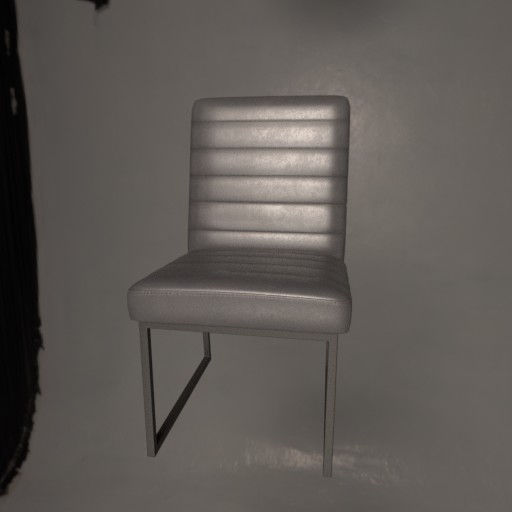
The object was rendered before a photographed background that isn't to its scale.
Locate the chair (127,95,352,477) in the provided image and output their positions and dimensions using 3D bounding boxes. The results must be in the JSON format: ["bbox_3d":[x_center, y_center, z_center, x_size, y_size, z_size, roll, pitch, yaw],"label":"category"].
[{"bbox_3d":[0.000,0.000,1.273,0.520,0.930,0.634,2,13,9],"label":"chair"}]
